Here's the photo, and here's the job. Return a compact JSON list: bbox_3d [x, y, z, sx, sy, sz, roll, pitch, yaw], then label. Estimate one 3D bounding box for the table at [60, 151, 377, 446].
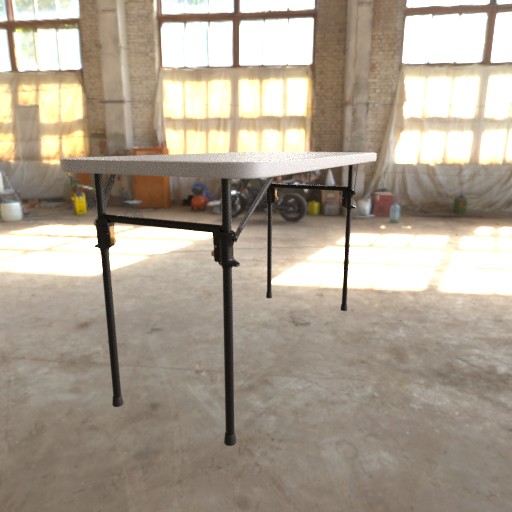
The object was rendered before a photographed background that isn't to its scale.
[{"bbox_3d":[0.000,0.000,1.637,0.610,0.729,1.219,7,16,26],"label":"table"}]
